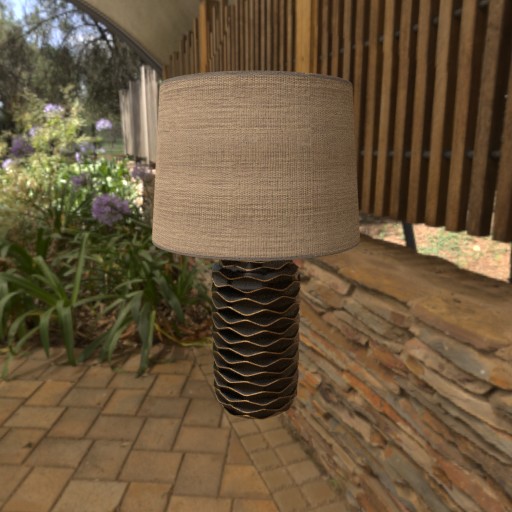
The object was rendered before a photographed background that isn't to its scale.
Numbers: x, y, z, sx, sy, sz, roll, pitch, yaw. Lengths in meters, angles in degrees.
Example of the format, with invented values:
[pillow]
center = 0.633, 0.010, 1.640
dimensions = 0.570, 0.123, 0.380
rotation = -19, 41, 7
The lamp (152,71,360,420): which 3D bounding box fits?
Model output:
[lamp]
center = 0.000, 0.000, 0.829
dimensions = 0.376, 0.594, 0.376
rotation = 0, 13, 0
